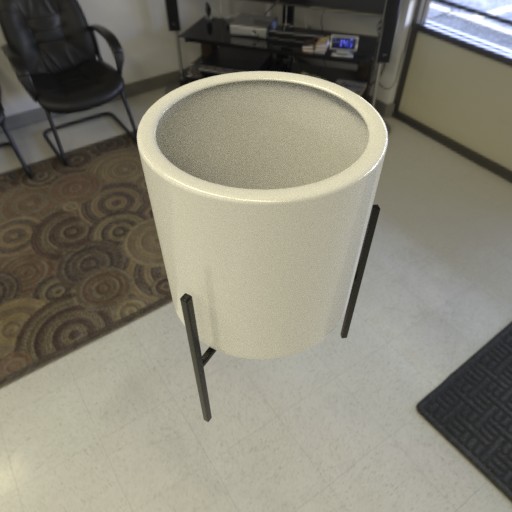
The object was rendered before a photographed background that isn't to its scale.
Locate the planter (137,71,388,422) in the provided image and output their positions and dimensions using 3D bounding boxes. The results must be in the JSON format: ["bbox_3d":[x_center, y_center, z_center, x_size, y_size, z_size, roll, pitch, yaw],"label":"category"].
[{"bbox_3d":[0.000,0.000,0.523,0.239,0.356,0.239,-24,50,-21],"label":"planter"}]
